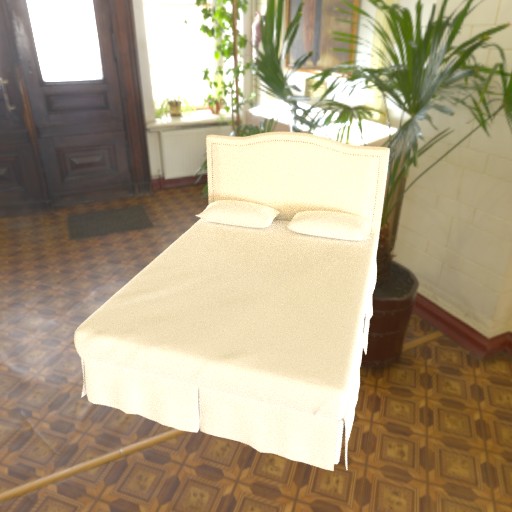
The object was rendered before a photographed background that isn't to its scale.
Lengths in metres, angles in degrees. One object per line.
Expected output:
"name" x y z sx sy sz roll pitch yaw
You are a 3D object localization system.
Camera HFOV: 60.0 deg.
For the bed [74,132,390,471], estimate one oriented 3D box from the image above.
"bed" 0.000 0.000 3.398 1.821 1.436 2.282 9 28 16
